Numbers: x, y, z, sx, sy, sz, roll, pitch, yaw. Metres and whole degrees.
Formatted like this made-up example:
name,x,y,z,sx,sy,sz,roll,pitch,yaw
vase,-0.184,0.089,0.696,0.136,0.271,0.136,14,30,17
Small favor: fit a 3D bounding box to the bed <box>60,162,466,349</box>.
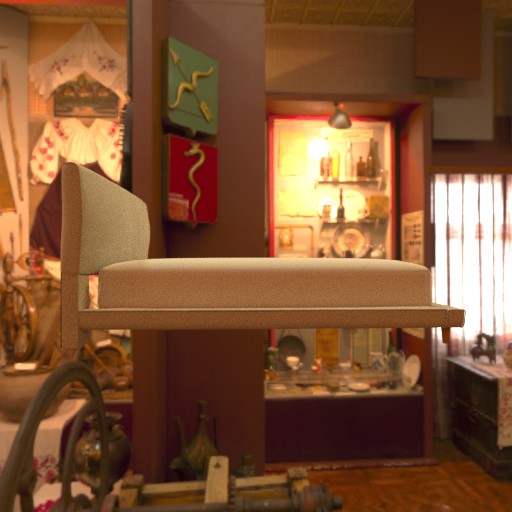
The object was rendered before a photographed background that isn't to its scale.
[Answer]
name,x,y,z,sx,sy,sz,roll,pitch,yaw
bed,0.000,0.000,3.430,2.368,1.067,1.840,0,0,-2
